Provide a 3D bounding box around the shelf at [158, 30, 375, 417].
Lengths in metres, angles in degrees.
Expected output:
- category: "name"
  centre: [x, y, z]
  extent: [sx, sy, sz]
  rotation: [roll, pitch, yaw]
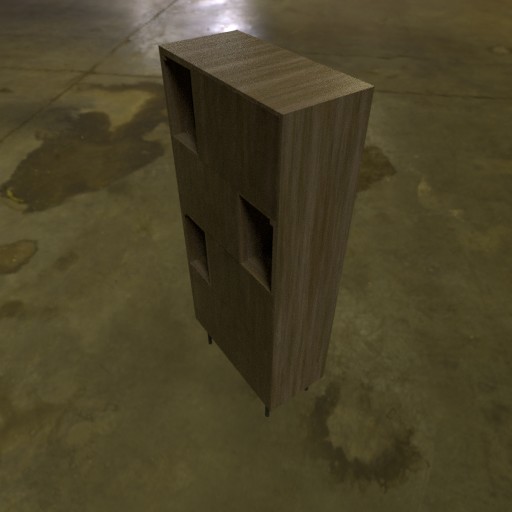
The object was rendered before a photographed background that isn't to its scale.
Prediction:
- category: "shelf"
  centre: [0.000, 0.000, 1.844]
  extent: [0.323, 1.545, 0.670]
  rotation: [-25, 47, -26]
